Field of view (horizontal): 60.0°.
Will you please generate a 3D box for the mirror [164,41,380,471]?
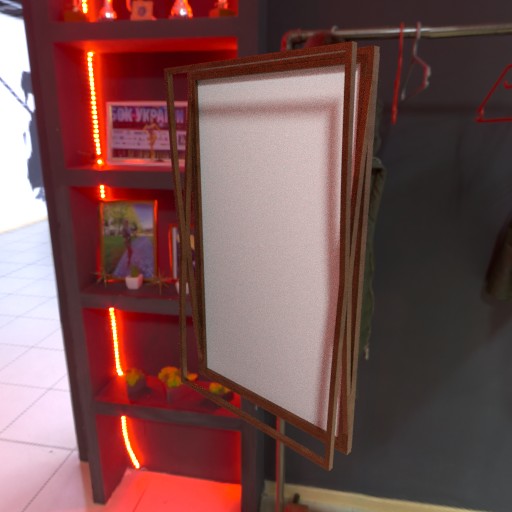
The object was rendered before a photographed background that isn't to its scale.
[{"bbox_3d":[0.000,0.000,0.937,0.468,0.768,0.082,15,22,41],"label":"mirror"}]
